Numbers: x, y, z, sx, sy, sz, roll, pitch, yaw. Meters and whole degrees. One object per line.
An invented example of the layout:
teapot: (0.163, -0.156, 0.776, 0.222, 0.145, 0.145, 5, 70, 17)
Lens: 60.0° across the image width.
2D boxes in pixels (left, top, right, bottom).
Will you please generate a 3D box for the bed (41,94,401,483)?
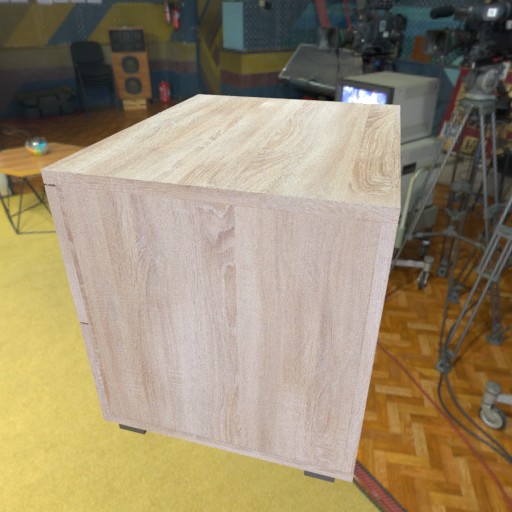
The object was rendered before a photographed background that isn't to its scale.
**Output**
bed: (0.000, 0.000, 0.742, 0.401, 0.420, 0.460, 8, 31, 14)
